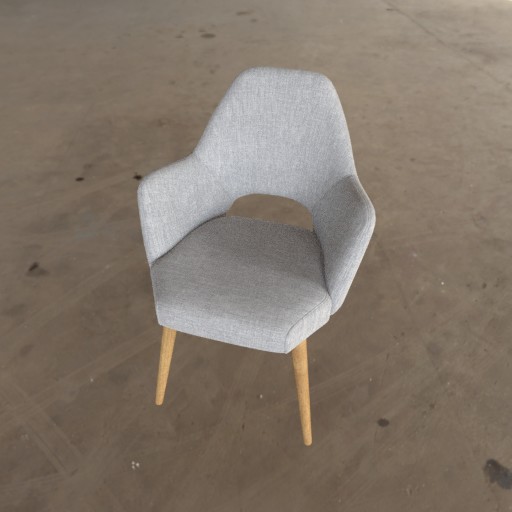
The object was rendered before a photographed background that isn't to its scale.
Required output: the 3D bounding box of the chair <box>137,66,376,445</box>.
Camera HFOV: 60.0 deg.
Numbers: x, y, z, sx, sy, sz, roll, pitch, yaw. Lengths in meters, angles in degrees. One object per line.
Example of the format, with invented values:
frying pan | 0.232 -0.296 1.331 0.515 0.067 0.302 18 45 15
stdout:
chair | 0.000 0.000 1.234 0.590 0.840 0.610 10 41 12
